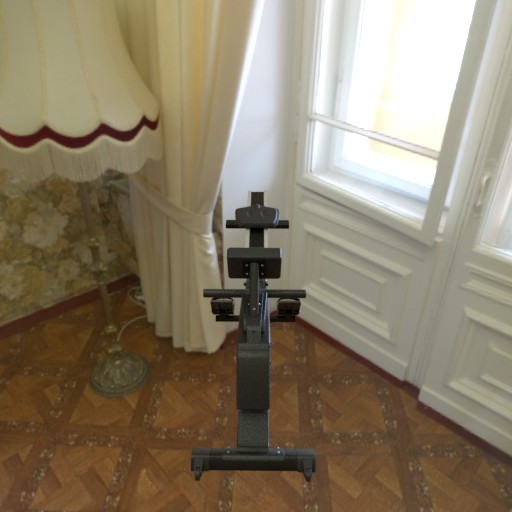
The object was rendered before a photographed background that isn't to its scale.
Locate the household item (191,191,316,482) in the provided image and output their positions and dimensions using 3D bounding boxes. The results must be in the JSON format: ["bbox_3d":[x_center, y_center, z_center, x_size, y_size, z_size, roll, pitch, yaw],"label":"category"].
[{"bbox_3d":[0.000,0.000,2.550,0.521,0.810,2.251,0,32,1],"label":"household item"}]
